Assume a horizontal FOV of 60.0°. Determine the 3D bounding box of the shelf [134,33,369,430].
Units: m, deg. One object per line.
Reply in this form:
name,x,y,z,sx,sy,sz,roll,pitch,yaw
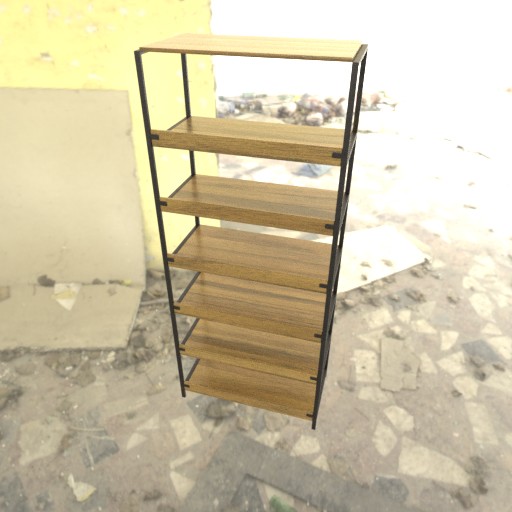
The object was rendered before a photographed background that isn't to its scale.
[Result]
shelf,0.000,0.000,2.310,0.847,2.015,0.431,9,35,14
